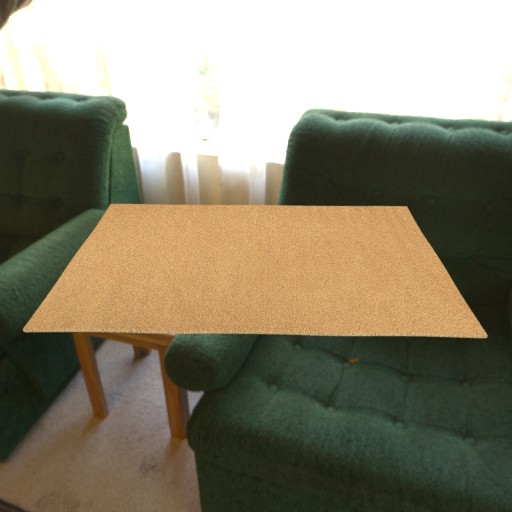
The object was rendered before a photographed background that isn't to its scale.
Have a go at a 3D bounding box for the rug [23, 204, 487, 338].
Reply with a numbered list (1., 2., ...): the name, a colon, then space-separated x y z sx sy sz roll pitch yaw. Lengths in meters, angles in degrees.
1. rug: 0.000 0.000 2.878 2.346 0.025 1.500 1 32 1
